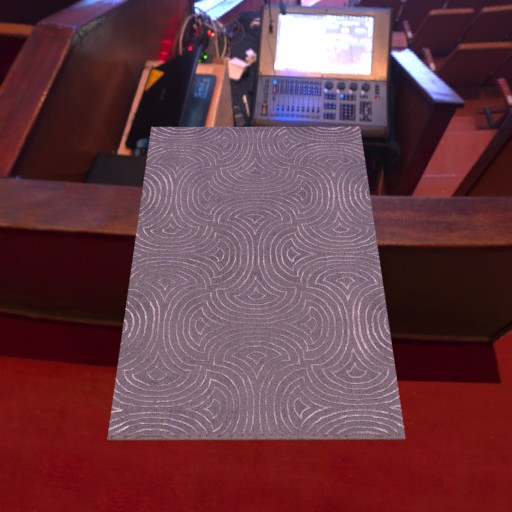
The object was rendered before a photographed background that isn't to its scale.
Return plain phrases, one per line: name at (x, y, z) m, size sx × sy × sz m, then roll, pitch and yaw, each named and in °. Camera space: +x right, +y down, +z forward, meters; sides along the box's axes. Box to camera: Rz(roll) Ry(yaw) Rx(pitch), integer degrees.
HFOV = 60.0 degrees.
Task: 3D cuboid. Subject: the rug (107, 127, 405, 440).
rug at (0.000, 0.000, 2.785) m, size 1.543 × 0.015 × 2.144 m, roll 0°, pitch 63°, yaw 0°
